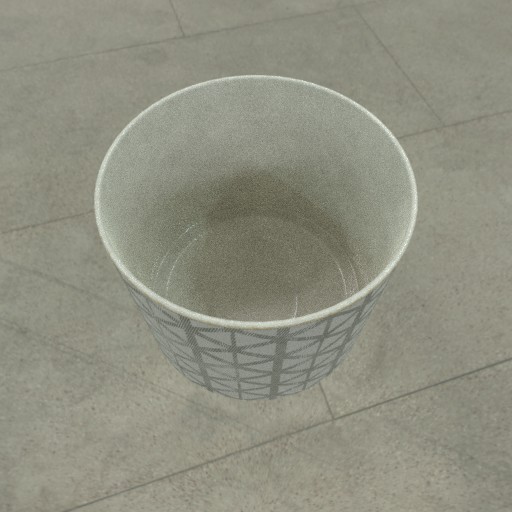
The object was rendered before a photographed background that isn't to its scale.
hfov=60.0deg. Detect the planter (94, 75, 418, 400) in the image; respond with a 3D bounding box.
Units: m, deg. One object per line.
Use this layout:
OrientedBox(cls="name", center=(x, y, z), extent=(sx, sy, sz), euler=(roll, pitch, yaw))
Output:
OrientedBox(cls="planter", center=(0.000, 0.000, 0.449), extent=(0.250, 0.239, 0.250), euler=(0, 59, 0))
